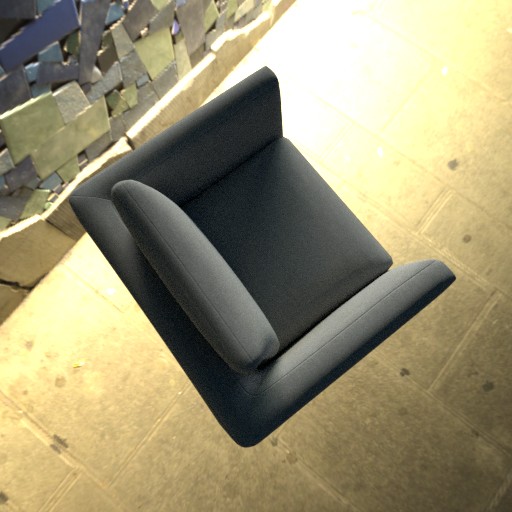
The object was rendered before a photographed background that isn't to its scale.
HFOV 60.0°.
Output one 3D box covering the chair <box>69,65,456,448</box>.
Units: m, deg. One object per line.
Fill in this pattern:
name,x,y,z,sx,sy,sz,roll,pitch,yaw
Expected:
chair,0.000,0.000,1.720,0.889,0.864,1.041,-36,78,-9
